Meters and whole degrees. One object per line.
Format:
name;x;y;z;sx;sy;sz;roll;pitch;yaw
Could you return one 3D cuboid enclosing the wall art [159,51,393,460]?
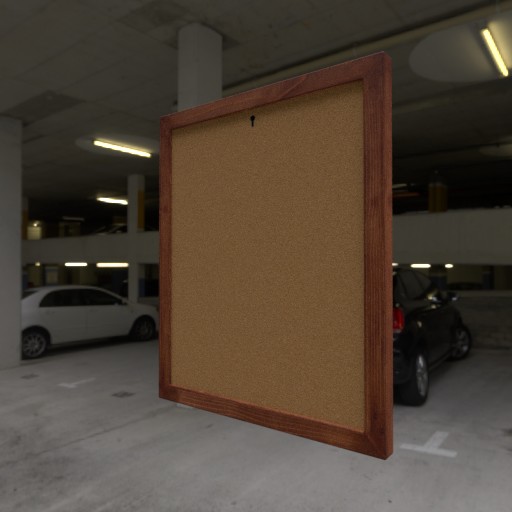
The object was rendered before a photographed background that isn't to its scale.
wall art;0.000;0.000;0.754;0.462;0.558;0.030;-1;-1;37
